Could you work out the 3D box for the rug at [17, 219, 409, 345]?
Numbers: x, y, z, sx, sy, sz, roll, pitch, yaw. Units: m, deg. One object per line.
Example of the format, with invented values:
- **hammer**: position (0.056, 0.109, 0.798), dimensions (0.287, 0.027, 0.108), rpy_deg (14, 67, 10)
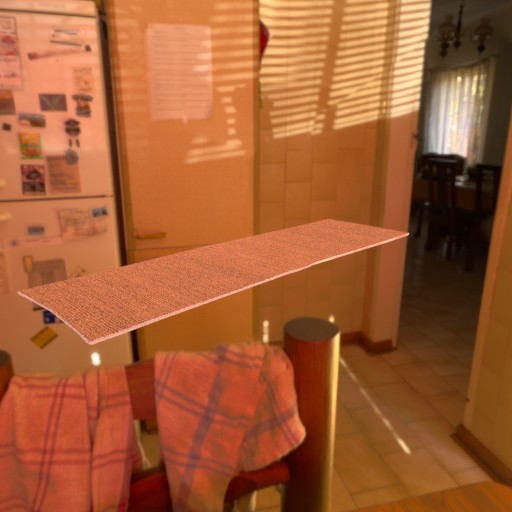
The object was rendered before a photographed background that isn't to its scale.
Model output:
- **rug**: position (0.000, 0.000, 2.528), dimensions (2.320, 0.032, 0.692), rpy_deg (-15, 22, -42)
